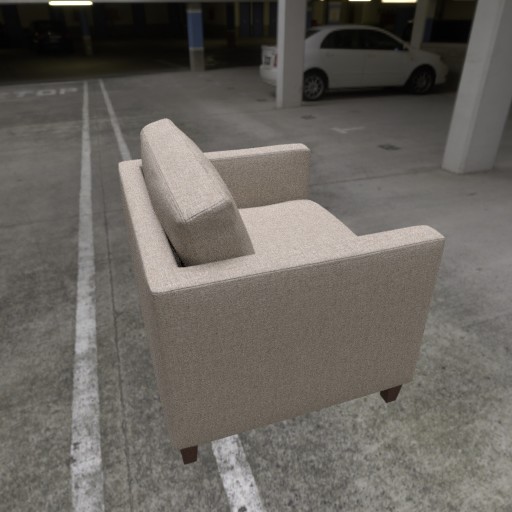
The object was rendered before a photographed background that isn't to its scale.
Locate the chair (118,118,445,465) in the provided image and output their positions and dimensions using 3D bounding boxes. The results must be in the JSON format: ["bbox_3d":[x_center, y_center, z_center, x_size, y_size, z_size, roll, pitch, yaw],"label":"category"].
[{"bbox_3d":[0.000,0.000,1.818,0.959,0.961,1.107,-10,32,-17],"label":"chair"}]
